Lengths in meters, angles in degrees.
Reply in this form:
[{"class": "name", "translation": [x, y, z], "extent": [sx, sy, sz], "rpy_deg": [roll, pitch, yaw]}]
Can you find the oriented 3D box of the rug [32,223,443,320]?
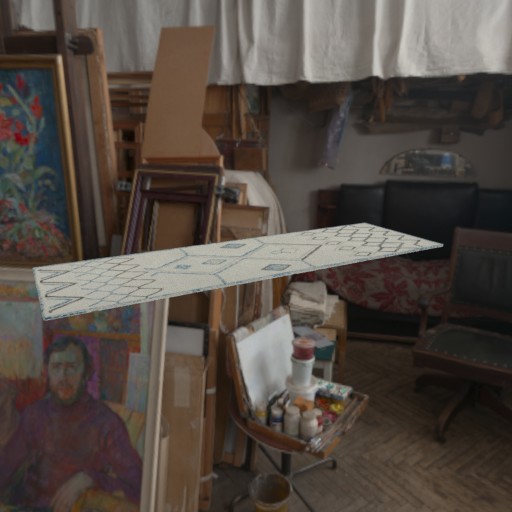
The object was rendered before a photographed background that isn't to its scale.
[{"class": "rug", "translation": [0.000, 0.000, 2.717], "extent": [2.434, 0.013, 0.770], "rpy_deg": [-9, 19, -27]}]
